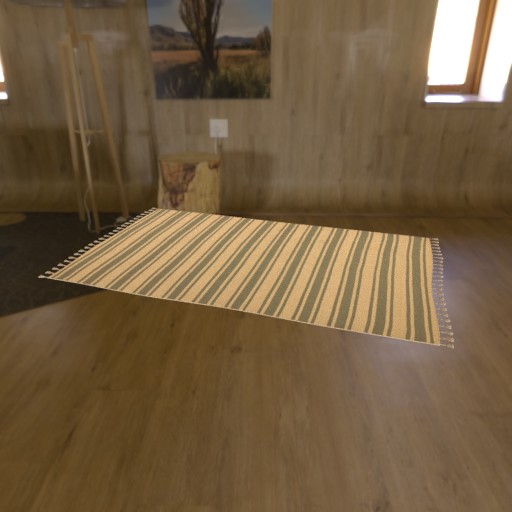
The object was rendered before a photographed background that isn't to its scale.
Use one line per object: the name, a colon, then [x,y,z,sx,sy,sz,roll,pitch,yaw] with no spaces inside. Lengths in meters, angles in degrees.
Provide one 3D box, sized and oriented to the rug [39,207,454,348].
rug: [0.000,0.000,2.598,2.084,0.009,1.222,8,26,16]
